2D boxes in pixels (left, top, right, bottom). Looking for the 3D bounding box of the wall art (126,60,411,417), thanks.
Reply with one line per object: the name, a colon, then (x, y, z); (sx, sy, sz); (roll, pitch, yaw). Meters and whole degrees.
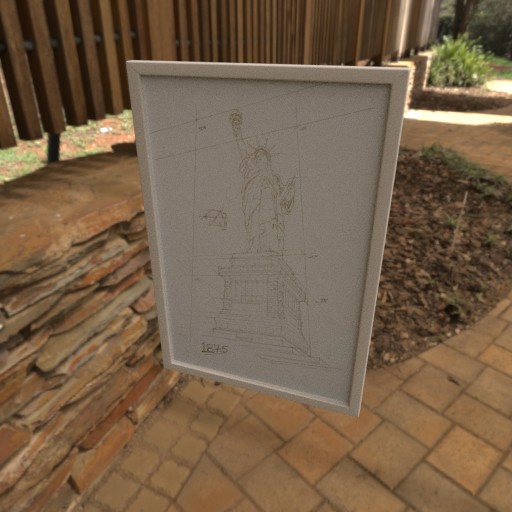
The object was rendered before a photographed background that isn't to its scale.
wall art: (0.000, 0.000, 1.021); (0.556, 0.813, 0.026); (9, 29, 17)
